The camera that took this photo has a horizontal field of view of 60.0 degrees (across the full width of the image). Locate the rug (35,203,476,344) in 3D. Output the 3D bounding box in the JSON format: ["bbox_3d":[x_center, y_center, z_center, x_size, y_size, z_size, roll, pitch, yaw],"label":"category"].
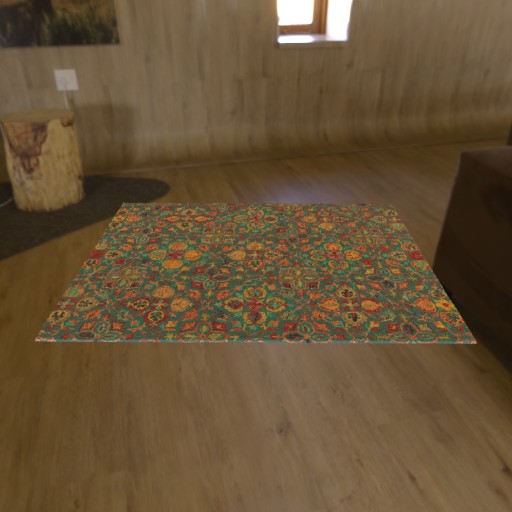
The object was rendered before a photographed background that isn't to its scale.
[{"bbox_3d":[0.000,0.000,4.247,3.204,0.025,2.434,0,31,0],"label":"rug"}]
